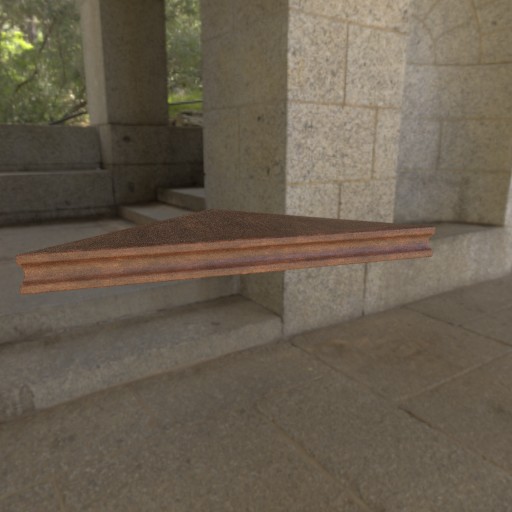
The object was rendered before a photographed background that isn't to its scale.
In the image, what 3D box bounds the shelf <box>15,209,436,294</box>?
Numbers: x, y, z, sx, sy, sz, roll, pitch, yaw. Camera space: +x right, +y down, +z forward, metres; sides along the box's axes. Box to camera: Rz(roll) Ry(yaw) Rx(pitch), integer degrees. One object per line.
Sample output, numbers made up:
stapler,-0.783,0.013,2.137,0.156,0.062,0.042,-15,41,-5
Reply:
shelf,0.000,0.000,0.433,0.296,0.035,0.296,7,16,26
